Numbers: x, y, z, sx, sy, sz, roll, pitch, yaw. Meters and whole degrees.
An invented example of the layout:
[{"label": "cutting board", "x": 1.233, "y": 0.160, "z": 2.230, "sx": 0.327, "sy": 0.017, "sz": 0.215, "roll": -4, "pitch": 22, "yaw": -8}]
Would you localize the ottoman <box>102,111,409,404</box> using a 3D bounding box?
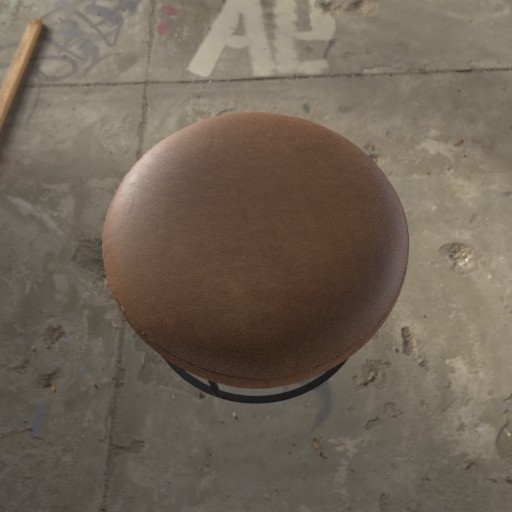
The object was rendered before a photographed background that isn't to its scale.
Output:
[{"label": "ottoman", "x": 0.000, "y": 0.000, "z": 1.261, "sx": 0.771, "sy": 0.460, "sz": 0.771, "roll": 0, "pitch": 63, "yaw": 0}]
